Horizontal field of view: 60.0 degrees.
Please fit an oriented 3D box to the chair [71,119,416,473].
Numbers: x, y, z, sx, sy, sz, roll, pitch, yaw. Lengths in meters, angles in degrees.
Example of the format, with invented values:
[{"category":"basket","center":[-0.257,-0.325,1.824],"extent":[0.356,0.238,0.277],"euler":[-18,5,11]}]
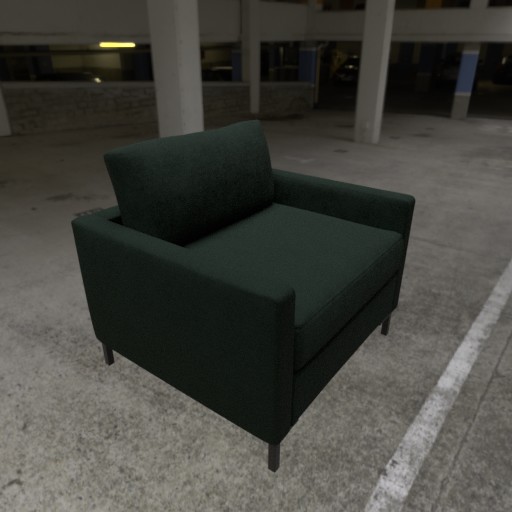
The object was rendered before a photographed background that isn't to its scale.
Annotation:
[{"category":"chair","center":[0.000,0.000,1.660],"extent":[0.866,0.861,0.963],"euler":[19,32,33]}]
